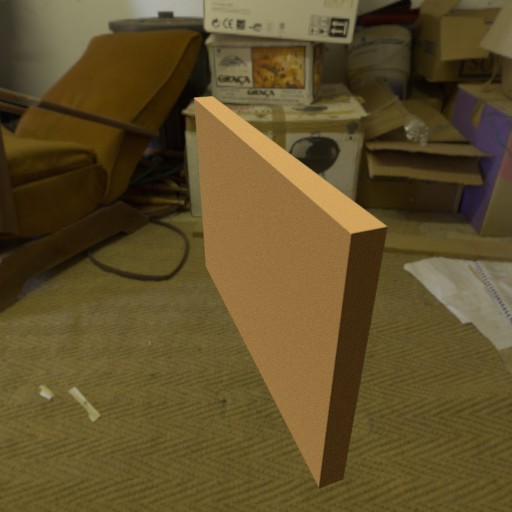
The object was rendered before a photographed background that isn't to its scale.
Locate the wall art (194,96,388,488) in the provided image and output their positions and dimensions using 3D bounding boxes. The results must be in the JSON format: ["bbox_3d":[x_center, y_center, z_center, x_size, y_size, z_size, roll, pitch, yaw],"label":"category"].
[{"bbox_3d":[0.000,0.000,0.765,0.039,0.407,0.609,-11,33,-17],"label":"wall art"}]
